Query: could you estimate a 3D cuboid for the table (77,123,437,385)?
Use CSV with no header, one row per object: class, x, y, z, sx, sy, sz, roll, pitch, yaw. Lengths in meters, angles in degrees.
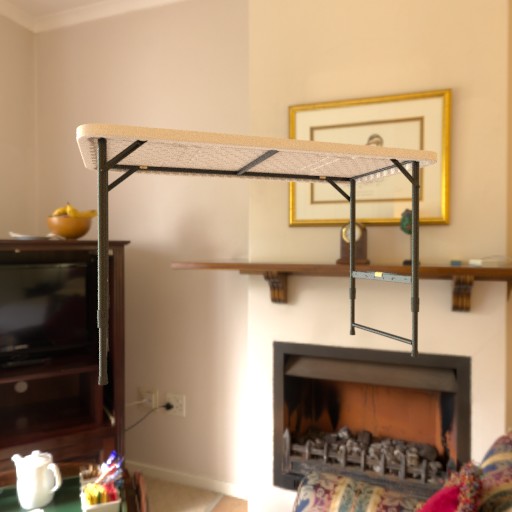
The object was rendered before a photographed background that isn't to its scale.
table,0.000,0.000,1.665,1.219,0.737,0.610,0,1,-18
